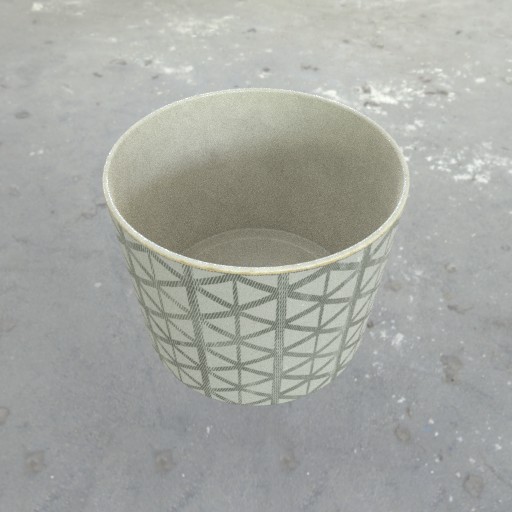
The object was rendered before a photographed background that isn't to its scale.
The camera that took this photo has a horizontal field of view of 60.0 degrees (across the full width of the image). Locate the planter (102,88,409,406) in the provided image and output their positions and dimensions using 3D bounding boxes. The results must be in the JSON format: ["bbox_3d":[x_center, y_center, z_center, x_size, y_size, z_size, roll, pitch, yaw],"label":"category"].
[{"bbox_3d":[0.000,0.000,0.457,0.250,0.239,0.250,0,47,0],"label":"planter"}]
